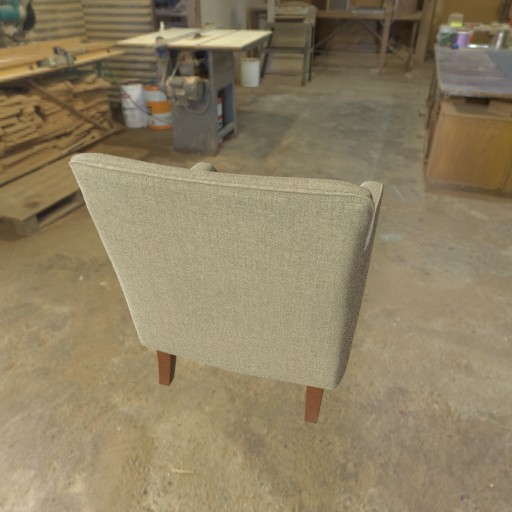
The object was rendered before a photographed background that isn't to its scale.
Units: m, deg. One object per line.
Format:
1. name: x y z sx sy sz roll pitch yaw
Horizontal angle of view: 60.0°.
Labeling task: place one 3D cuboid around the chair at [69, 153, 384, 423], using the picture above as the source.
1. chair: 0.000 0.000 1.763 0.887 1.047 0.993 9 33 15
